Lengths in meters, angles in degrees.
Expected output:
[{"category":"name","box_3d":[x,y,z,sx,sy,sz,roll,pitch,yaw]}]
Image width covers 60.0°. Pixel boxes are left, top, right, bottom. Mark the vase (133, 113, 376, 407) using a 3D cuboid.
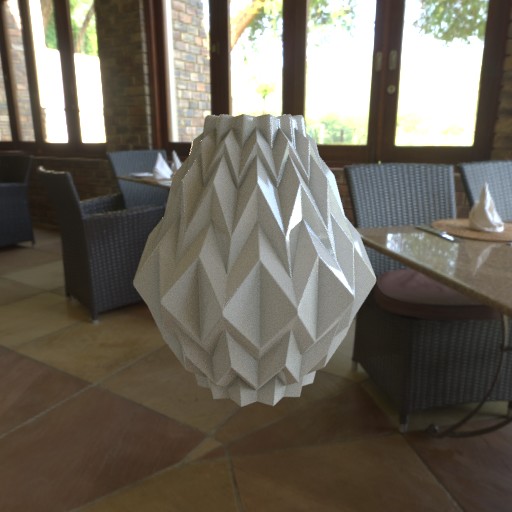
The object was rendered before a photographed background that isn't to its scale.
[{"category":"vase","box_3d":[0.000,0.000,0.307,0.164,0.185,0.164,0,15,0]}]
